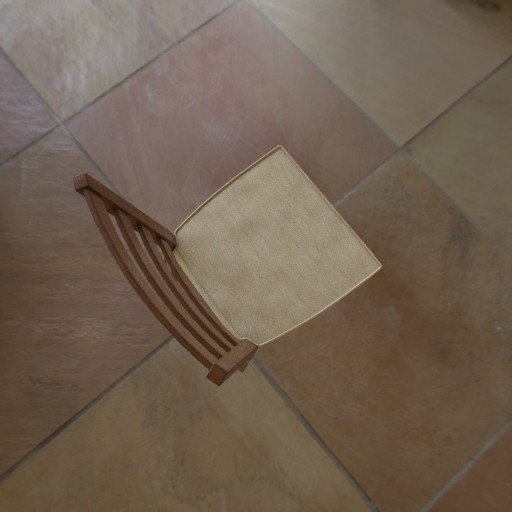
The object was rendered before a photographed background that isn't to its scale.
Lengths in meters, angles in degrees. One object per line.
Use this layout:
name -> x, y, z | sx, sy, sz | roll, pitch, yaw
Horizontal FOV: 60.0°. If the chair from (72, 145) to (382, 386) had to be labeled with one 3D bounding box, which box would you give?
chair -> 0.000, 0.000, 1.347 | 0.595, 0.979, 0.593 | -36, 78, -9
